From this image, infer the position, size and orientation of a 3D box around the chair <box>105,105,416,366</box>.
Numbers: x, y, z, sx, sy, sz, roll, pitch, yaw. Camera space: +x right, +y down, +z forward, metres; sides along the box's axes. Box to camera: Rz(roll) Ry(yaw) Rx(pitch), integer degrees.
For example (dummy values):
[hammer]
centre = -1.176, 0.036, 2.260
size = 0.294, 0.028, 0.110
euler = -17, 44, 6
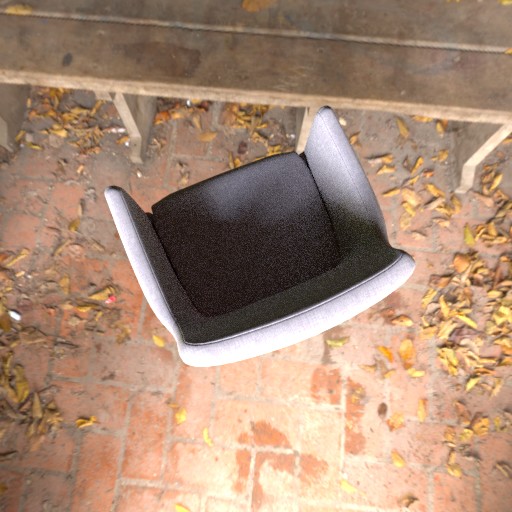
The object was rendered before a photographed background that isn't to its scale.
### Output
[chair]
centre = 0.000, 0.000, 1.207
size = 0.570, 0.780, 0.540
euler = -22, 76, -6
